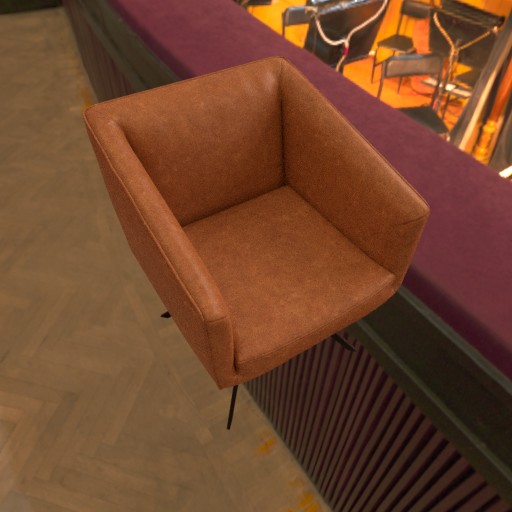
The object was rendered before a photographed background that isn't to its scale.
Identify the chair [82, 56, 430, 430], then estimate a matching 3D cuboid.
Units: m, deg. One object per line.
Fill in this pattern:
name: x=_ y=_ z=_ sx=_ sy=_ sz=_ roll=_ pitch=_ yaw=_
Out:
chair: x=0.000 y=0.000 z=1.224 sx=0.588 sy=0.760 sz=0.625 roll=-25 pitch=51 yaw=-22
